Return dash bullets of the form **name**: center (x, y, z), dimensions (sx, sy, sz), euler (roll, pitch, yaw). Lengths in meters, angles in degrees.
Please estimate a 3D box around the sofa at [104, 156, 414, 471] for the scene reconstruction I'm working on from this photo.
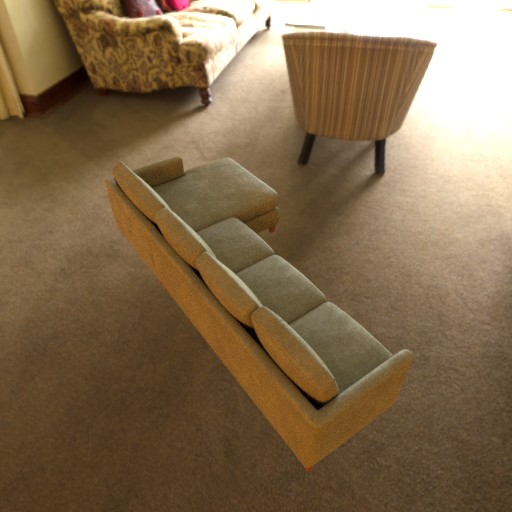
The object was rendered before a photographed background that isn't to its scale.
- **sofa**: center (0.000, 0.000, 4.231), dimensions (1.604, 0.950, 3.471), euler (-26, 48, -26)
